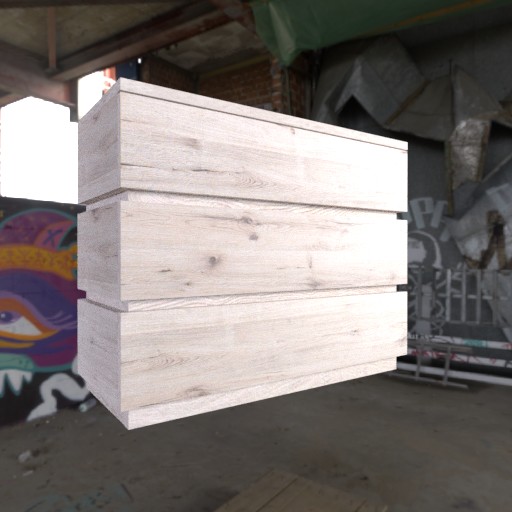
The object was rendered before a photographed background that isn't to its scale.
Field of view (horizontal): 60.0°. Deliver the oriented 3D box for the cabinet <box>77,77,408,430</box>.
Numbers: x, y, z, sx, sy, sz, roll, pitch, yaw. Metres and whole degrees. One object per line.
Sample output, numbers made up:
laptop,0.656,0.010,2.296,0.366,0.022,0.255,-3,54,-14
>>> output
cabinet,0.000,0.000,1.481,1.040,0.820,0.420,0,0,-34
